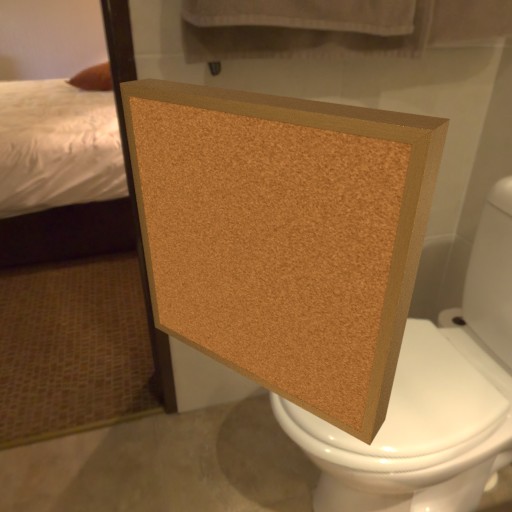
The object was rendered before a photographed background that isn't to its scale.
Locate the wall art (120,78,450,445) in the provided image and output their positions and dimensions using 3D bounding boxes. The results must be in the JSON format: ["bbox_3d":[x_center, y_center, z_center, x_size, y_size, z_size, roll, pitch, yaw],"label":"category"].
[{"bbox_3d":[0.000,0.000,0.446,0.304,0.305,0.038,20,36,31],"label":"wall art"}]
